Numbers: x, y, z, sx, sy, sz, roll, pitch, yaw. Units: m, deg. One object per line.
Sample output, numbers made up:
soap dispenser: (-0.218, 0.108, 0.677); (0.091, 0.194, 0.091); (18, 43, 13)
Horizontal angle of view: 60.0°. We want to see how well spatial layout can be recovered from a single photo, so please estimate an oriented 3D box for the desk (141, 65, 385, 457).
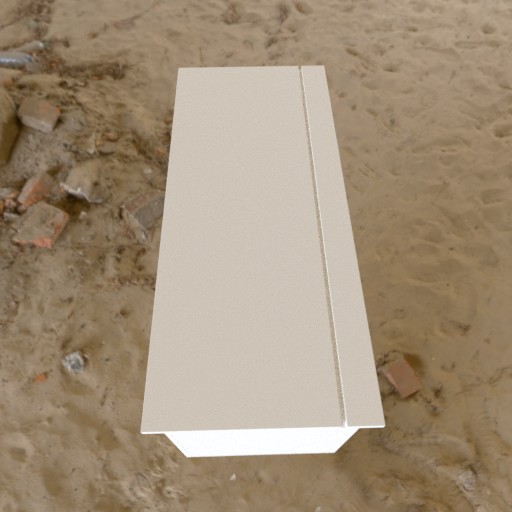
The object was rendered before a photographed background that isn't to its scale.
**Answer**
desk: (0.000, 0.000, 1.948); (0.670, 0.760, 1.580); (-1, 58, -1)
